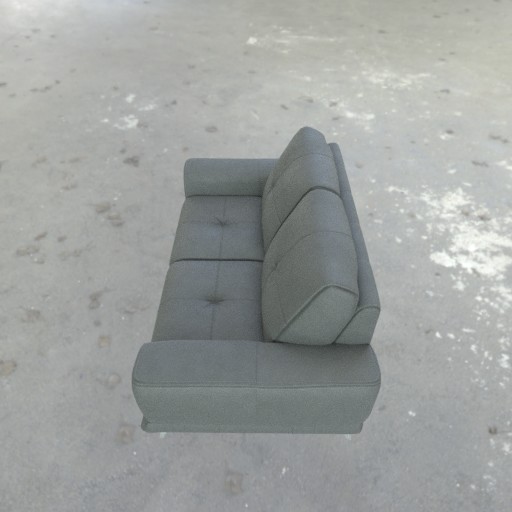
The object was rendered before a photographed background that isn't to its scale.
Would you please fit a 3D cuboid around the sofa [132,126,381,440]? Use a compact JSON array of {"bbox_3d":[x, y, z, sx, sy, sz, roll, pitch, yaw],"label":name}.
[{"bbox_3d":[0.000,0.000,2.446,1.018,0.907,1.806,0,42,0],"label":"sofa"}]
